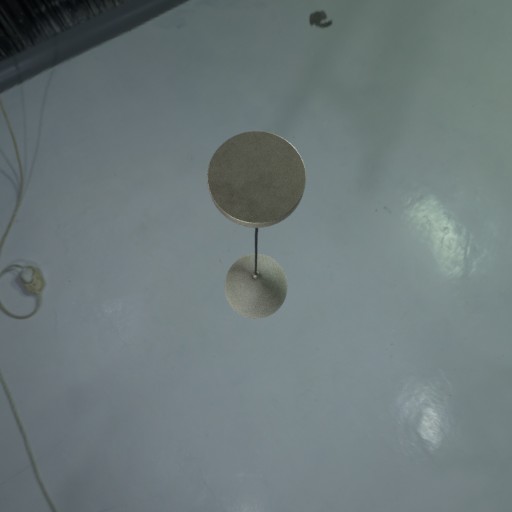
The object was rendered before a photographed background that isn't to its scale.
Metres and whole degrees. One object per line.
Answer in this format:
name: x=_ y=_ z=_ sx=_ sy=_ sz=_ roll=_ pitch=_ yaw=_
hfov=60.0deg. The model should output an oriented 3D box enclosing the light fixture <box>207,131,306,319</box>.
light fixture: x=0.000 y=0.000 z=0.839 sx=0.170 sy=0.759 sz=0.170 roll=-33 pitch=79 yaw=-7
